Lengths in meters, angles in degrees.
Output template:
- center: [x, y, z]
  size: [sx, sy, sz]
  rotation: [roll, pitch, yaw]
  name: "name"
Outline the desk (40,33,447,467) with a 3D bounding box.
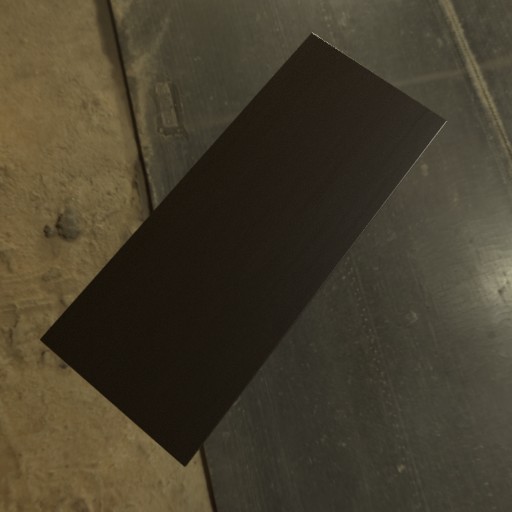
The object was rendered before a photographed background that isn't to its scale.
- center: [0.000, 0.000, 1.628]
  size: [0.508, 0.775, 1.220]
  rotation: [37, 79, 8]
  name: "desk"
